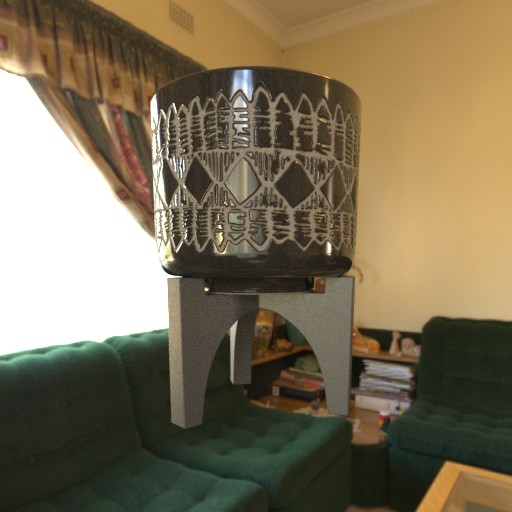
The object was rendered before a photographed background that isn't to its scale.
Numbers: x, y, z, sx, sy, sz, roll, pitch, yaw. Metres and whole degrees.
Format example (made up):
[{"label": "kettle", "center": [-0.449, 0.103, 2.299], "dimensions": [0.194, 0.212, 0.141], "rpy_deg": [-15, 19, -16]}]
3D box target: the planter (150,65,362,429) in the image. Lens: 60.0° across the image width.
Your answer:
[{"label": "planter", "center": [0.000, 0.000, 0.536], "dimensions": [0.251, 0.355, 0.251], "rpy_deg": [0, -1, 17]}]
